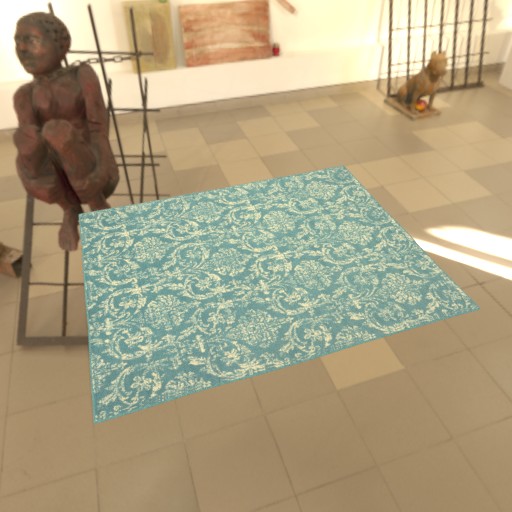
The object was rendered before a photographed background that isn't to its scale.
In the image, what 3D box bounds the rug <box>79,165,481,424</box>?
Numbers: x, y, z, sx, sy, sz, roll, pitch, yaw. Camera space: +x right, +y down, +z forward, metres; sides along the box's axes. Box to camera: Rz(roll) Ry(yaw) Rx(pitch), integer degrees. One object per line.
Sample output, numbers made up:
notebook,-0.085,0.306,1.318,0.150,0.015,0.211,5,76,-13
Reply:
rug,0.000,0.000,4.005,2.980,0.012,2.363,-13,43,-14
